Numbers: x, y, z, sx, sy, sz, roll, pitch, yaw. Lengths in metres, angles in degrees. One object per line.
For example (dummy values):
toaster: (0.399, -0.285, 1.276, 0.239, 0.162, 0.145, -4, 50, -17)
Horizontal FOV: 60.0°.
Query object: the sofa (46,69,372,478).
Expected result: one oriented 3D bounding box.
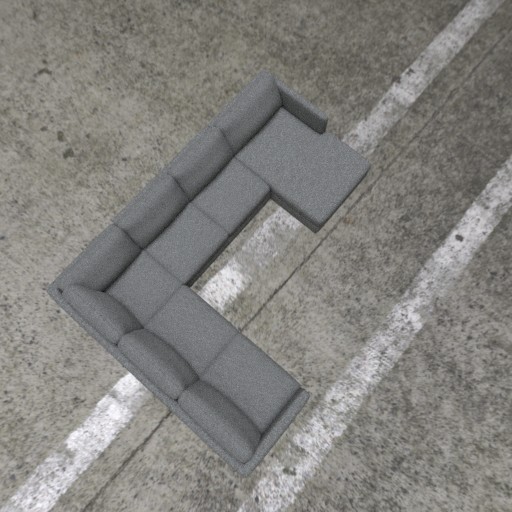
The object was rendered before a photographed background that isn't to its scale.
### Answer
sofa: (0.000, 0.000, 4.528, 2.551, 0.853, 3.238, 39, 78, 10)
